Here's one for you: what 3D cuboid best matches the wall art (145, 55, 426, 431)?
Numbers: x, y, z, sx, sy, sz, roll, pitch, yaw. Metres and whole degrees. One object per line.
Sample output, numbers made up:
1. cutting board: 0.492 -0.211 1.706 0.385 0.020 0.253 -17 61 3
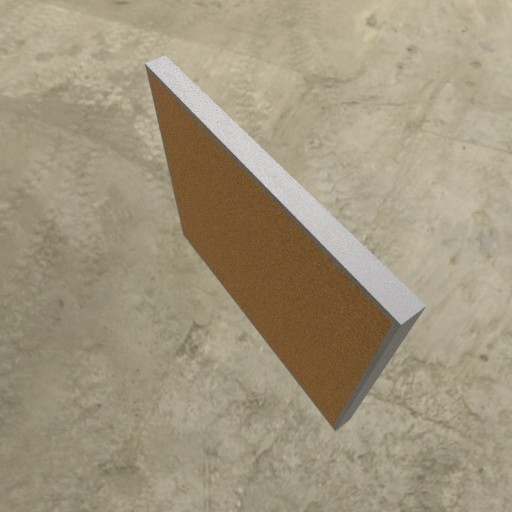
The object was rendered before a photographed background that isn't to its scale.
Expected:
1. wall art: 0.000 0.000 0.766 0.037 0.450 0.557 -30 61 -19
